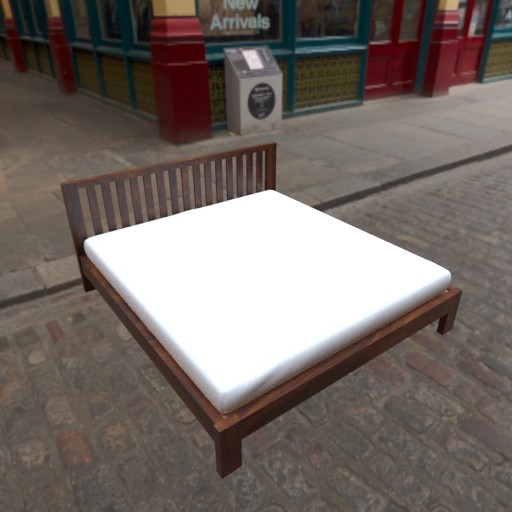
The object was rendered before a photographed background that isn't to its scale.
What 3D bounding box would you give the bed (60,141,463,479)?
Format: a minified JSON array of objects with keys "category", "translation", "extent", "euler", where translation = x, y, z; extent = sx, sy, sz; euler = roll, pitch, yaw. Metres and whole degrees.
[{"category":"bed","translation":[0.000,0.000,3.095],"extent":[1.905,0.890,2.030],"euler":[-20,34,-31]}]
